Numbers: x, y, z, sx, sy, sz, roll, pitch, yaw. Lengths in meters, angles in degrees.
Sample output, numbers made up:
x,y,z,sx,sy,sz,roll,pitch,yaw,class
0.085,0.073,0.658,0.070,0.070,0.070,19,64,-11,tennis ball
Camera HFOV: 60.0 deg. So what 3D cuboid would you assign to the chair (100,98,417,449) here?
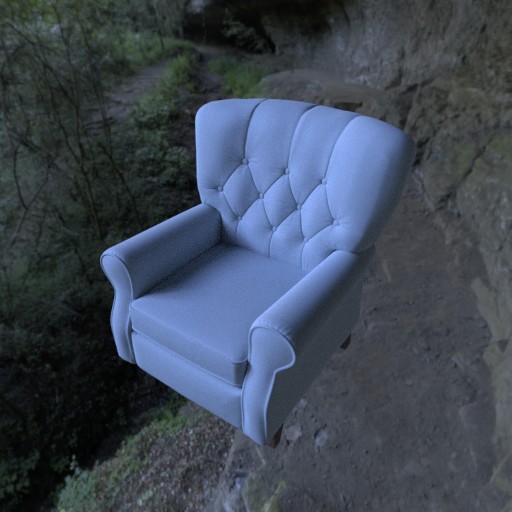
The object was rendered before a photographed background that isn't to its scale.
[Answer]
x,y,z,sx,sy,sz,roll,pitch,yaw,class
0.000,0.000,2.075,1.090,1.217,1.128,21,38,29,chair
